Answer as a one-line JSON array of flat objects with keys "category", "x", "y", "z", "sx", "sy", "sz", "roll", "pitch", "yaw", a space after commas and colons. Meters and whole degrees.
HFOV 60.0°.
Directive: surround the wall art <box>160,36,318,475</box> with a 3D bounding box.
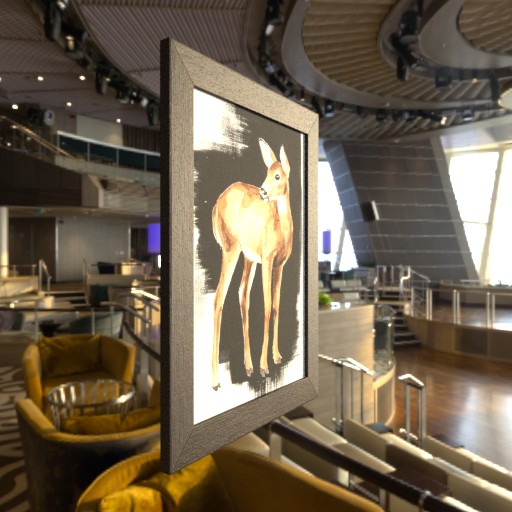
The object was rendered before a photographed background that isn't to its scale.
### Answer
[{"category": "wall art", "x": 0.000, "y": 0.000, "z": 0.667, "sx": 0.017, "sy": 0.513, "sz": 0.359, "roll": 0, "pitch": 0, "yaw": 37}]
